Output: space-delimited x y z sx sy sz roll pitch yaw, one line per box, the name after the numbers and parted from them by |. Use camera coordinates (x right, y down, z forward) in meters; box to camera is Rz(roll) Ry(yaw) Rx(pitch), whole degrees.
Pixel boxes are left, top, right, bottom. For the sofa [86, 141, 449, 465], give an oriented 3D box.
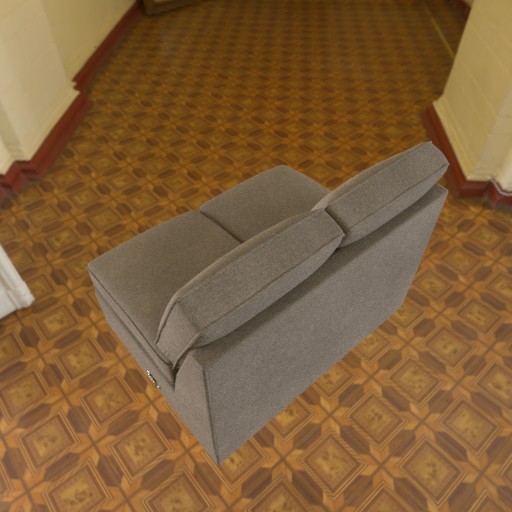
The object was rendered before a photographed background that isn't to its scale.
0.000 0.000 1.972 1.237 1.008 0.951 -32 54 -27 | sofa
